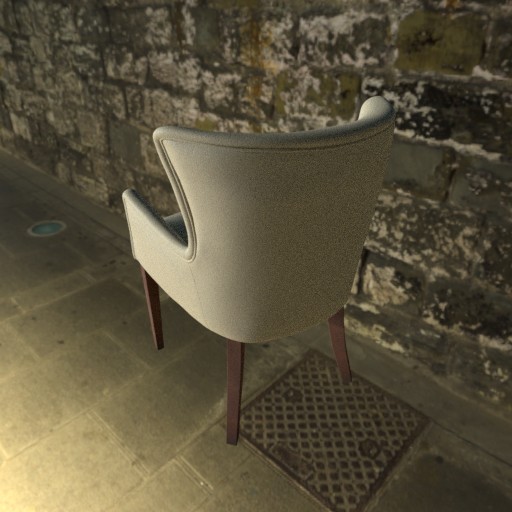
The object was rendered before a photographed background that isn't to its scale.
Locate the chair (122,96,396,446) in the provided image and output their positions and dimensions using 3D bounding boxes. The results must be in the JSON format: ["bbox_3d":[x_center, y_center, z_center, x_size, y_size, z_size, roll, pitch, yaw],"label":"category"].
[{"bbox_3d":[0.000,0.000,1.395,0.660,0.952,0.686,-18,35,-28],"label":"chair"}]
